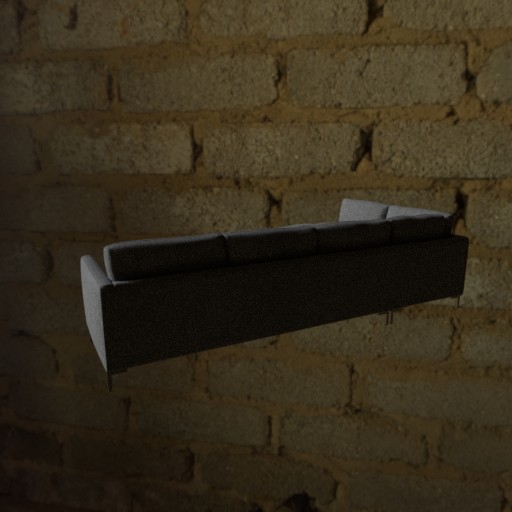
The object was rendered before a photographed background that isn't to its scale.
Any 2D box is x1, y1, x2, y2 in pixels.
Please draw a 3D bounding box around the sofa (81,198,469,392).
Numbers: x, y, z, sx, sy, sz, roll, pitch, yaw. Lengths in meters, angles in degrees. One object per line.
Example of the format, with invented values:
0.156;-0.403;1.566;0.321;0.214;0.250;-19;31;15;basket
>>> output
0.000;0.000;3.853;2.949;0.815;2.007;-7;15;-27;sofa
